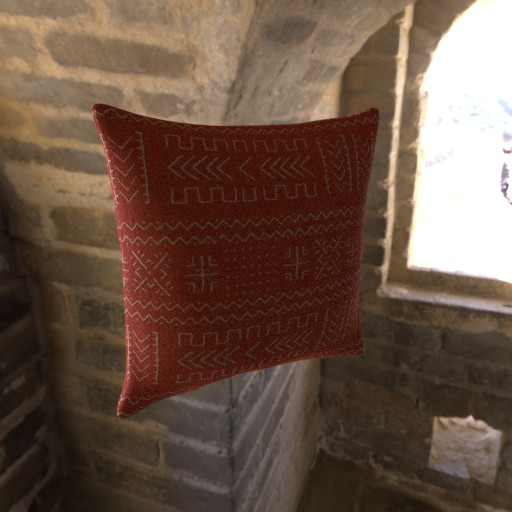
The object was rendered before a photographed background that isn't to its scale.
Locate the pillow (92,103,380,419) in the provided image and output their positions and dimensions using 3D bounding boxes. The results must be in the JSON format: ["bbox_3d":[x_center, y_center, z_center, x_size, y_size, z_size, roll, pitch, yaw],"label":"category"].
[{"bbox_3d":[0.000,0.000,0.661,0.438,0.429,0.164,-8,18,-26],"label":"pillow"}]
